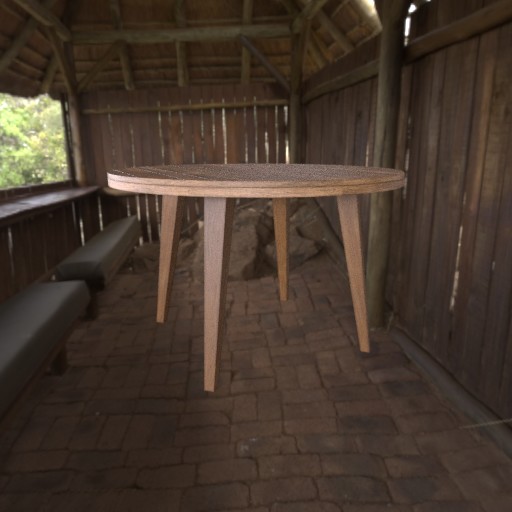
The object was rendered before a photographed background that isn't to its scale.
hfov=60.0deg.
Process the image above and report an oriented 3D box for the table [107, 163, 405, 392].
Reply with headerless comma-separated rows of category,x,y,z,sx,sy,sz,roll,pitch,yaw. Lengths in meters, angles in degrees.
table,0.000,0.000,1.994,1.213,0.764,1.213,0,14,0
